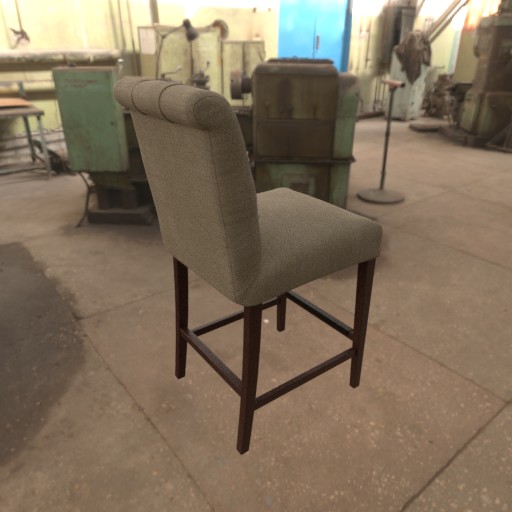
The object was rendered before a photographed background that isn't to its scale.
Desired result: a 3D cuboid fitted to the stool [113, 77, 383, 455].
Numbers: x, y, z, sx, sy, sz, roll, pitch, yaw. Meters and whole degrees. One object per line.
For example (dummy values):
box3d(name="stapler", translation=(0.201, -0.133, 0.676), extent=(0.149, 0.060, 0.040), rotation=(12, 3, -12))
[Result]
box3d(name="stool", translation=(0.000, 0.000, 1.438), extent=(0.660, 1.084, 0.486), rotation=(-18, 31, -32))
